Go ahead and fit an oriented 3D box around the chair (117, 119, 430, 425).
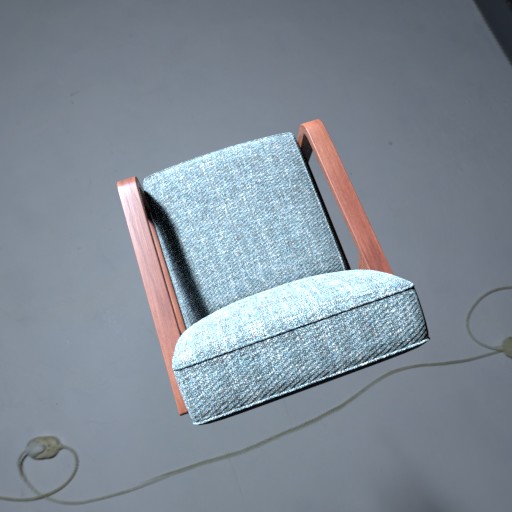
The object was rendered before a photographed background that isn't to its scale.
[{"bbox_3d":[0.000,0.000,1.485,0.719,0.864,0.889,-19,77,-5],"label":"chair"}]
